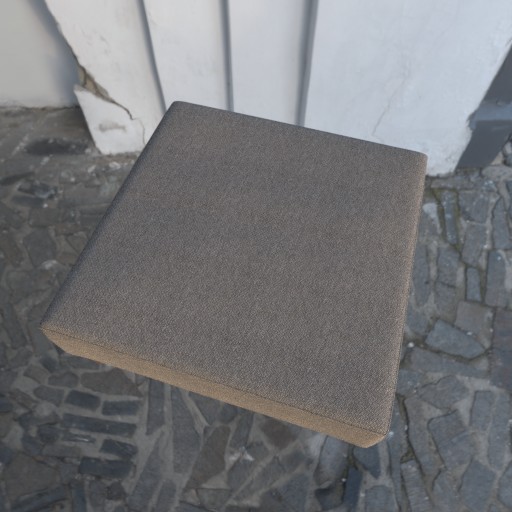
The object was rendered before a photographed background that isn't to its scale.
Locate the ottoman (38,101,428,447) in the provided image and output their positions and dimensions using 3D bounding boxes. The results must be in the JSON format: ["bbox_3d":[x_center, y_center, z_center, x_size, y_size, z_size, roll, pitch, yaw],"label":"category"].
[{"bbox_3d":[0.000,0.000,1.503,0.970,0.378,0.981,15,60,9],"label":"ottoman"}]
